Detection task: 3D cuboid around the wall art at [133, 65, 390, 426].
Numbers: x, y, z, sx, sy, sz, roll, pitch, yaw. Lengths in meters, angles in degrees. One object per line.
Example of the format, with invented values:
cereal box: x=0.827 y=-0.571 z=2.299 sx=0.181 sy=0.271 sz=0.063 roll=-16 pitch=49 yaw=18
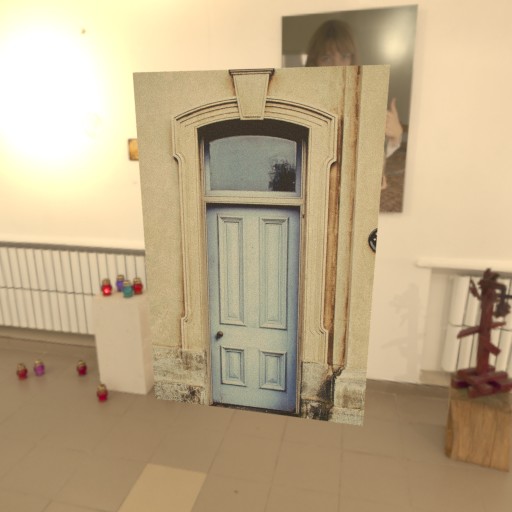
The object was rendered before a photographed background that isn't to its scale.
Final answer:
wall art: x=0.000 y=0.000 z=0.780 sx=0.403 sy=0.607 sz=0.036 roll=3 pitch=16 yaw=12
